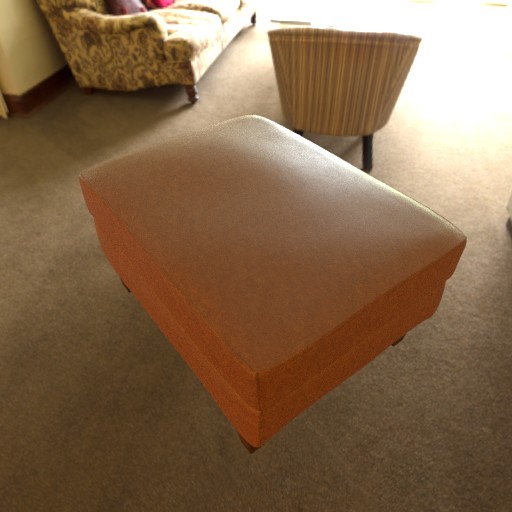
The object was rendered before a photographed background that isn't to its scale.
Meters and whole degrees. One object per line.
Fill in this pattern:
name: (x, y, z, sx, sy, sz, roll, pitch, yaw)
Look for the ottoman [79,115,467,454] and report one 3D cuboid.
ottoman: (0.000, 0.000, 1.261, 0.650, 0.485, 0.851, -27, 49, -27)
